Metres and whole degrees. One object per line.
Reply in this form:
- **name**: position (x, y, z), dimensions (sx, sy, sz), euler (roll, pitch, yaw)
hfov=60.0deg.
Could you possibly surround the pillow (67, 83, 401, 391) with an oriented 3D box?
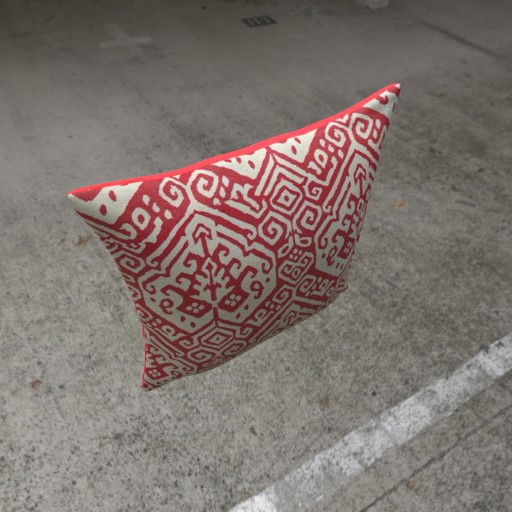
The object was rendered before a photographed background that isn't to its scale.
- **pillow**: position (0.000, 0.000, 0.787), dimensions (0.522, 0.507, 0.192), euler (-24, 52, -20)
